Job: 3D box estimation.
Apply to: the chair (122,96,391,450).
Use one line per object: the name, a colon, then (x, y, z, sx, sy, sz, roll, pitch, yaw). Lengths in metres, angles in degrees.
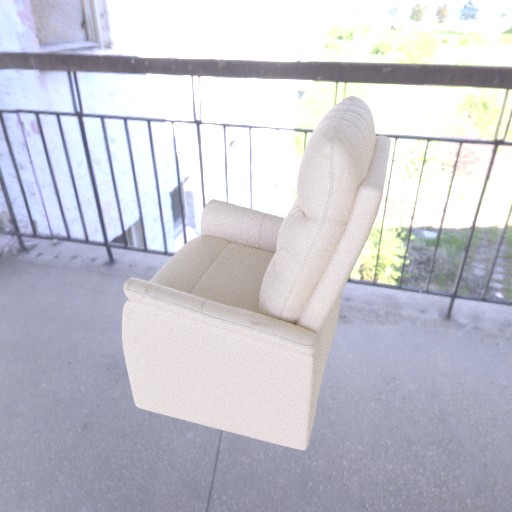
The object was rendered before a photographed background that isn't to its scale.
chair: (0.000, 0.000, 1.634, 0.831, 1.082, 0.775, 9, 31, 15)
